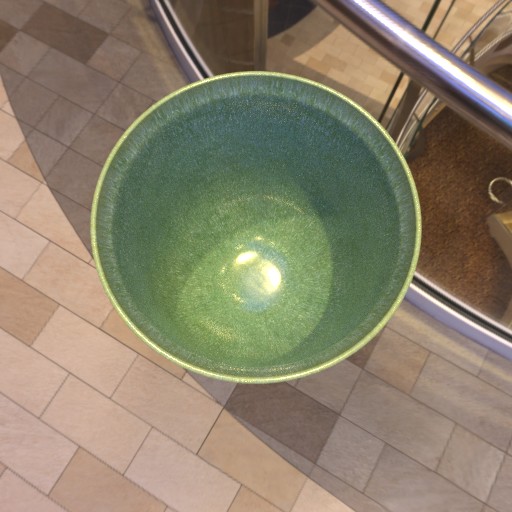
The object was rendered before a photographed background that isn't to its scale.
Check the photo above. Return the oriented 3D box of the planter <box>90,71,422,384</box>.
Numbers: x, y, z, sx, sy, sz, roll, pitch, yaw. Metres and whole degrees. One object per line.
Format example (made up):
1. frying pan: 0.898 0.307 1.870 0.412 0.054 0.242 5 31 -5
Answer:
1. planter: 0.000 0.000 0.485 0.266 0.270 0.266 0 75 0
